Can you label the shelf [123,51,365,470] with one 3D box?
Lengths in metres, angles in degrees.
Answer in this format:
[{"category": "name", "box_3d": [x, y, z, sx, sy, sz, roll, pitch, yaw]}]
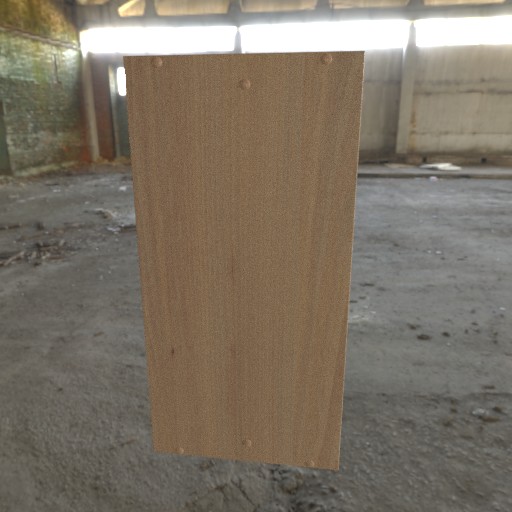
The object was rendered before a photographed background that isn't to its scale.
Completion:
[{"category": "shelf", "box_3d": [0.000, 0.000, 0.756, 0.297, 0.594, 0.290, 2, 17, 8]}]
